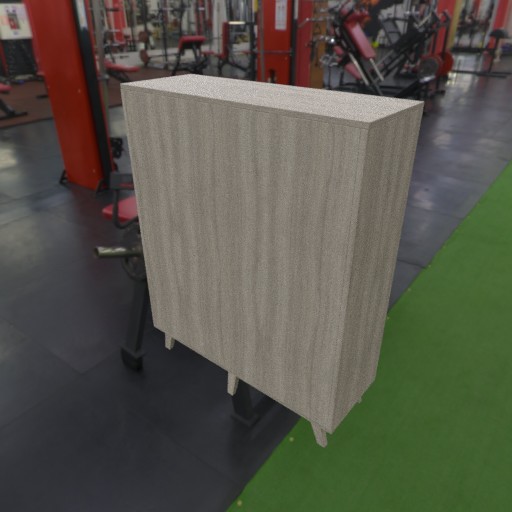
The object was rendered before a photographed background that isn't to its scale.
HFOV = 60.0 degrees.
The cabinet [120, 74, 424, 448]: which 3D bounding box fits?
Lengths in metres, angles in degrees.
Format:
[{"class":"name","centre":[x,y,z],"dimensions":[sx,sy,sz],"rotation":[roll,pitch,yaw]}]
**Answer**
[{"class":"cabinet","centre":[0.000,0.000,1.973],"dimensions":[1.111,1.388,0.398],"rotation":[22,36,33]}]
